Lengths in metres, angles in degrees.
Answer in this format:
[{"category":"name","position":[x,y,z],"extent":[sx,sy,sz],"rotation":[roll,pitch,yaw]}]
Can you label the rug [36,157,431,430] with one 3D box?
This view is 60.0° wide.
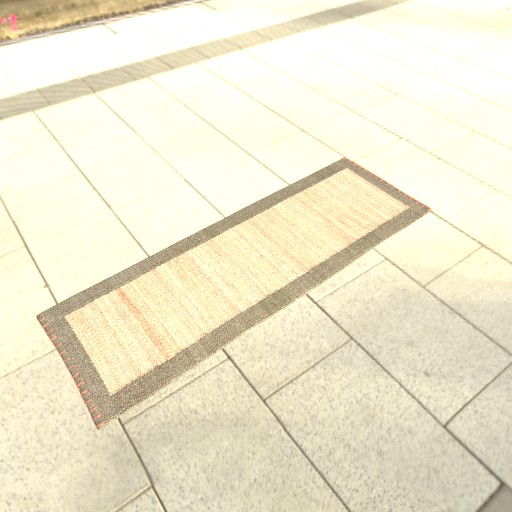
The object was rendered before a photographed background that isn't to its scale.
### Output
[{"category":"rug","position":[0.000,0.000,2.689],"extent":[2.413,0.016,0.810],"rotation":[-30,53,-26]}]
